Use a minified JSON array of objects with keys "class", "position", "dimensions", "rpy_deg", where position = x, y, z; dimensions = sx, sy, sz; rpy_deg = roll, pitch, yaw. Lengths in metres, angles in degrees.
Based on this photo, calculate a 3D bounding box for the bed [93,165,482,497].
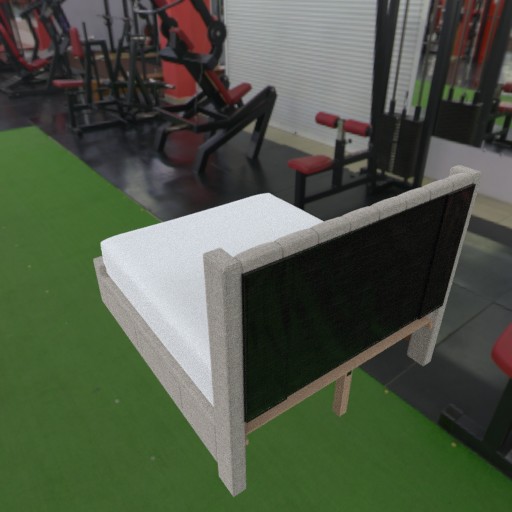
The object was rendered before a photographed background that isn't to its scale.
[{"class":"bed","position":[0.000,0.000,3.689],"dimensions":[2.044,1.748,2.372],"rpy_deg":[-21,37,-30]}]
